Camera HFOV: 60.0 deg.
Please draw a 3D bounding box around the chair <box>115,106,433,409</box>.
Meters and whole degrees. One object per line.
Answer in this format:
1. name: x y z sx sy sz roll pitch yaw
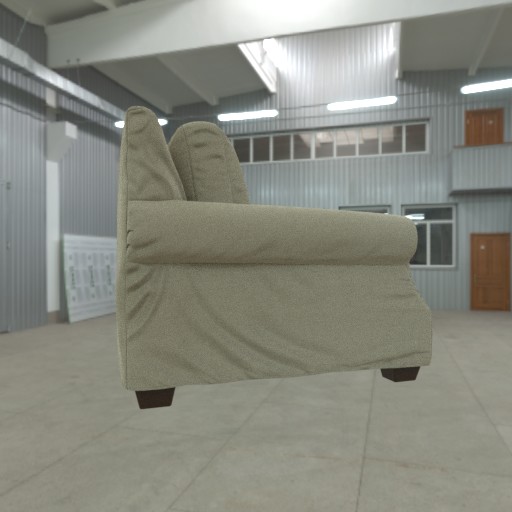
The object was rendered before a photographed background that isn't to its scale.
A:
1. chair: 0.000 0.000 1.746 1.066 0.866 0.940 0 0 -18
